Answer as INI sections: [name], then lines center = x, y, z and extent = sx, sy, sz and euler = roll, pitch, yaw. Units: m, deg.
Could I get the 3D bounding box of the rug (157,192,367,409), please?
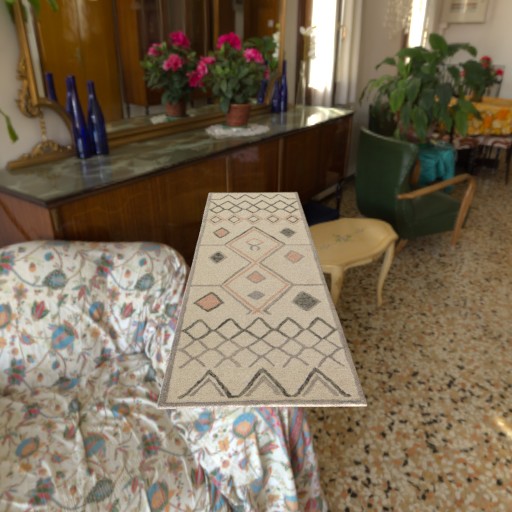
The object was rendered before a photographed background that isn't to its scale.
[rug]
center = 0.000, 0.000, 2.663
extent = 0.750, 0.011, 2.435
euler = 0, 26, -1
